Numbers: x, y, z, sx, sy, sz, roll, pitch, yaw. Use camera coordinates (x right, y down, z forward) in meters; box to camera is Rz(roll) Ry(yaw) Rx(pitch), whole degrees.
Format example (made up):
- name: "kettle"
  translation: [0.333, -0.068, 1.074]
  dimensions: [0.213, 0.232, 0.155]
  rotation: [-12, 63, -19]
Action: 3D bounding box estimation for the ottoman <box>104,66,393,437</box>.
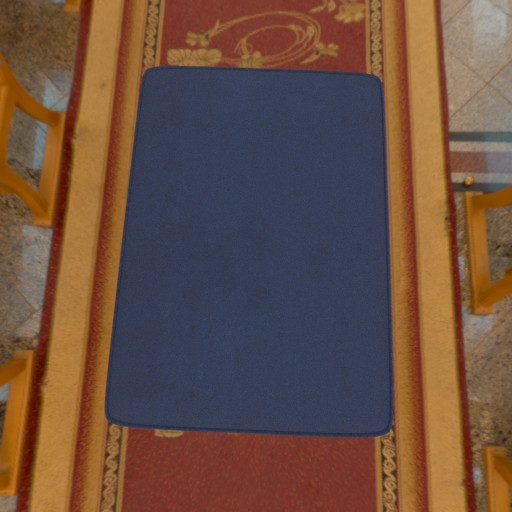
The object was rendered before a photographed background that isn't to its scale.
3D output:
- name: "ottoman"
  translation: [0.000, 0.000, 1.368]
  dimensions: [0.686, 0.584, 0.965]
  rotation: [2, 76, 1]
